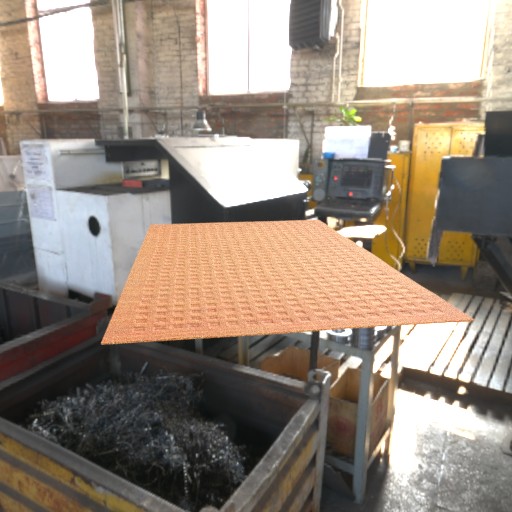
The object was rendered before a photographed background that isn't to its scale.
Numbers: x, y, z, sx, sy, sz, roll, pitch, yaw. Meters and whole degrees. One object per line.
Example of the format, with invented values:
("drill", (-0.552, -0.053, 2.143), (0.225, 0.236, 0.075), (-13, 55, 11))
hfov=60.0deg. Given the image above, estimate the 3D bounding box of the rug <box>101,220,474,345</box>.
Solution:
("rug", (0.000, 0.000, 2.154), (1.143, 0.006, 1.747), (-2, 15, -8))
